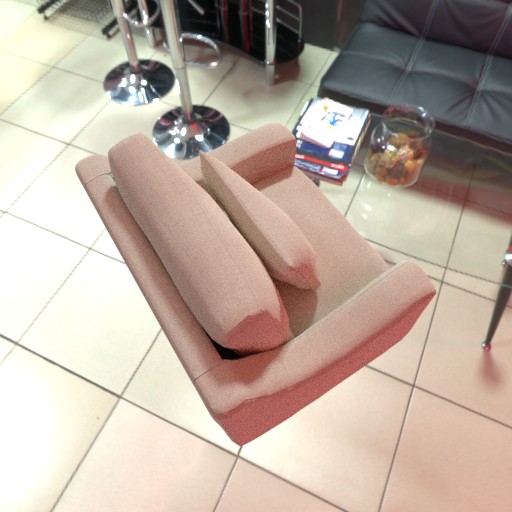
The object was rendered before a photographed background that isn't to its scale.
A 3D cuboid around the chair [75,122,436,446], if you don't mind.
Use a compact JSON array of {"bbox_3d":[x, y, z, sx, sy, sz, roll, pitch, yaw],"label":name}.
[{"bbox_3d":[0.000,0.000,1.929,1.009,1.016,1.178,-28,62,-16],"label":"chair"}]
